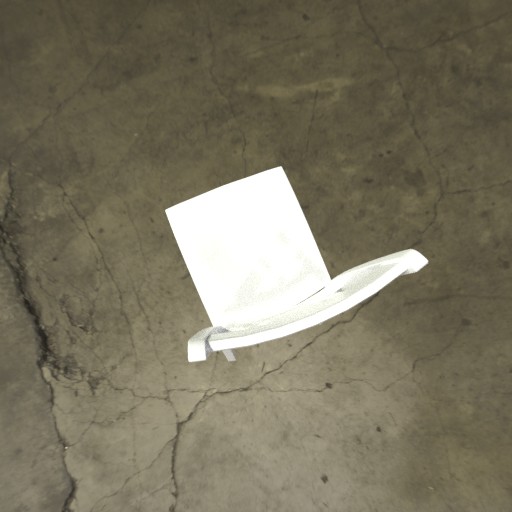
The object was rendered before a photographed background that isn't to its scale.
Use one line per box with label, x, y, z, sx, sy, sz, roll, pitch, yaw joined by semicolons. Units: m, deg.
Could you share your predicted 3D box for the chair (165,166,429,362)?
chair;0.000;0.000;1.299;0.450;0.998;0.555;-22;76;-6
